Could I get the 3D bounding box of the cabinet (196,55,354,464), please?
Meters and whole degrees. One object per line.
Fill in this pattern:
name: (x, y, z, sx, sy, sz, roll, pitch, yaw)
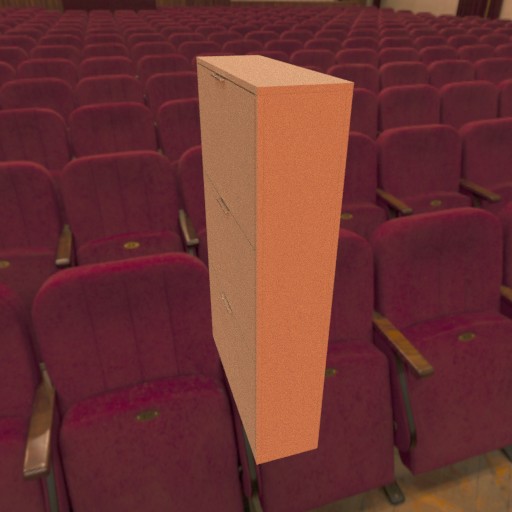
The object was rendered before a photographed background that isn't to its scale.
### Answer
cabinet: (0.000, 0.000, 1.623, 0.250, 1.280, 0.750, -8, 30, -15)
